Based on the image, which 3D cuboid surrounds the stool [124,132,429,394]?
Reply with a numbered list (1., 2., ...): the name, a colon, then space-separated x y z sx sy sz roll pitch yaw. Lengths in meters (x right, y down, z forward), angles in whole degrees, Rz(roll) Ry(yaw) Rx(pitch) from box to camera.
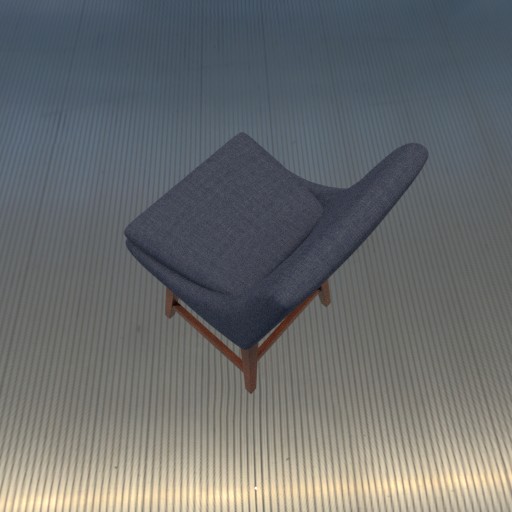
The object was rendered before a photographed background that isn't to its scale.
1. stool: 0.000 0.000 1.204 0.524 0.895 0.467 38 69 18
